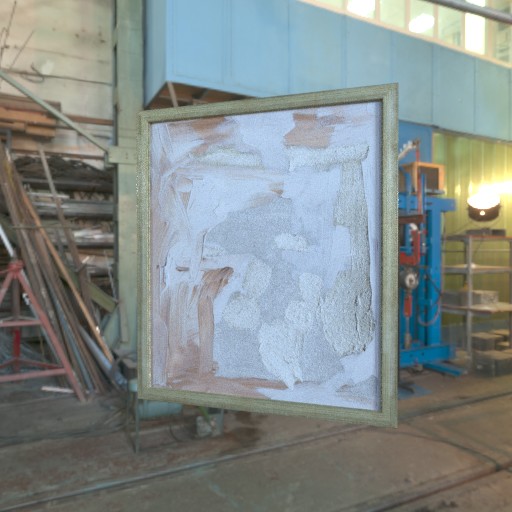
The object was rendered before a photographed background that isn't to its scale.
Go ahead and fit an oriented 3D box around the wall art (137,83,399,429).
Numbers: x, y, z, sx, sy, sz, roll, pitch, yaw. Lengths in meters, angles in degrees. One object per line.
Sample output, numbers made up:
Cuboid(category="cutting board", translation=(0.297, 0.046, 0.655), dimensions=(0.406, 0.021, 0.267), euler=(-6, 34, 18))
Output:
Cuboid(category="wall art", translation=(0.000, 0.000, 0.792), dimensions=(0.483, 0.559, 0.009), euler=(0, 1, 18))
